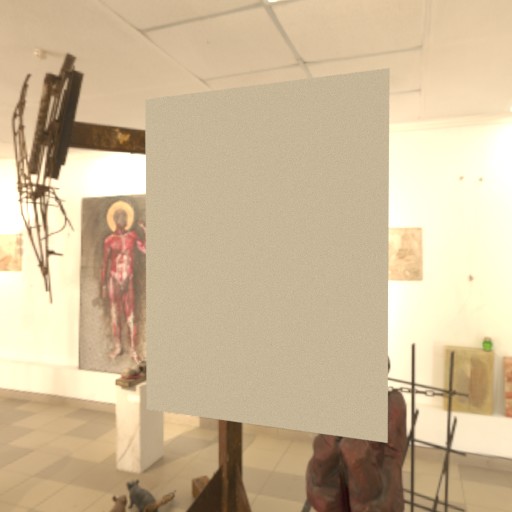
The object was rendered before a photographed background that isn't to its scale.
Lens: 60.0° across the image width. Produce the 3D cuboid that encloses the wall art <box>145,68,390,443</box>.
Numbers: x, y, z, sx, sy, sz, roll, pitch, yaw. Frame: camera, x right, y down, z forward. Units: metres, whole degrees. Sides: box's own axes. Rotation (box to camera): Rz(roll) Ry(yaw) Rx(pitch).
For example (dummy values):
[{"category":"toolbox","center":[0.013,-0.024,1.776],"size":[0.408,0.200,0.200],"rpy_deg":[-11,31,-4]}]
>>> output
[{"category":"wall art","center":[0.000,0.000,0.797],"size":[0.457,0.609,0.003],"rpy_deg":[0,1,19]}]
